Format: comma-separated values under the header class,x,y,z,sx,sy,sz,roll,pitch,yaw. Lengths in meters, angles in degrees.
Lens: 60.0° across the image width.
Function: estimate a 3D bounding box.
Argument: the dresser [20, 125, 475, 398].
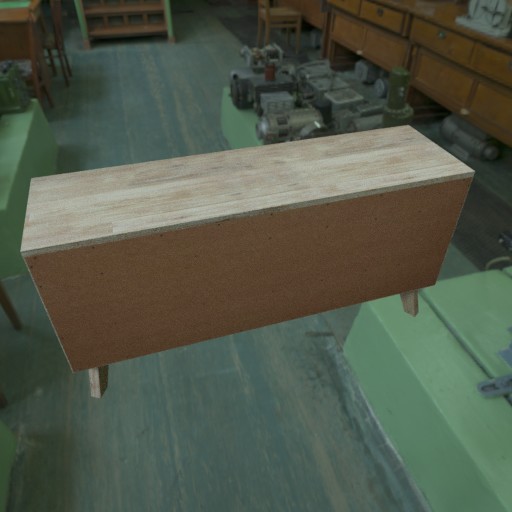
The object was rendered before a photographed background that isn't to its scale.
class,x,y,z,sx,sy,sz,roll,pitch,yaw
dresser,0.000,0.000,1.911,1.602,0.788,0.455,-11,41,-14
